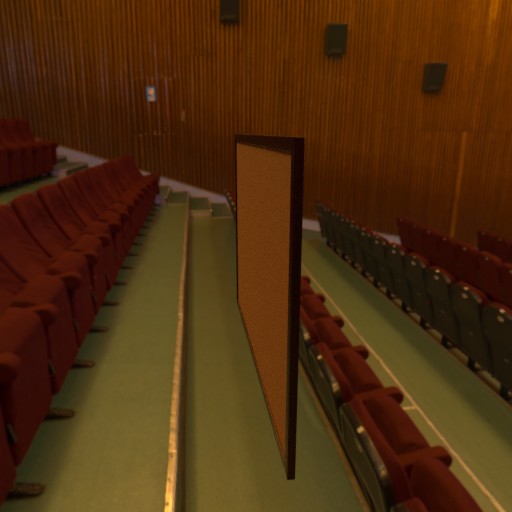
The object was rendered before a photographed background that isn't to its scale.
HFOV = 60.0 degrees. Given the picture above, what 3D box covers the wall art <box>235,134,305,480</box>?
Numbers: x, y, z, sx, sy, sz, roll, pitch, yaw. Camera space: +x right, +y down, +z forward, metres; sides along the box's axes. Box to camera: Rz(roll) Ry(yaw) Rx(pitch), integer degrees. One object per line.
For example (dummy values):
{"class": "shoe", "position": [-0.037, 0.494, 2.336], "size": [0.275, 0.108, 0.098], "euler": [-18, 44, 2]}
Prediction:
{"class": "wall art", "position": [0.000, 0.000, 1.061], "size": [0.014, 0.559, 0.816], "euler": [-2, 16, -8]}
